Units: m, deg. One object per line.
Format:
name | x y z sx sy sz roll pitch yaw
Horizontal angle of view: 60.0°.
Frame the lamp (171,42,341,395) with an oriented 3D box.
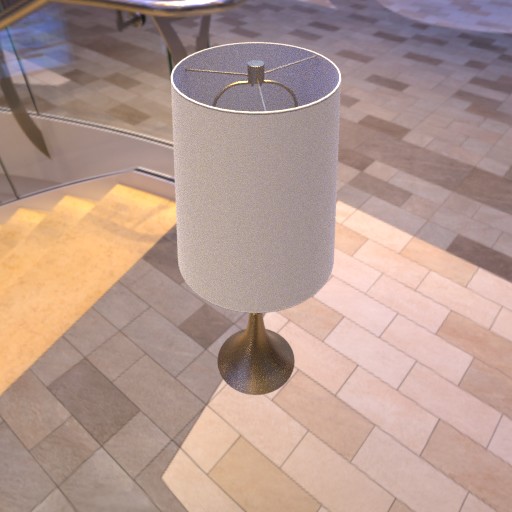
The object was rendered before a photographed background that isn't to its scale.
lamp | 0.000 0.000 0.666 0.231 0.569 0.231 0 45 0
